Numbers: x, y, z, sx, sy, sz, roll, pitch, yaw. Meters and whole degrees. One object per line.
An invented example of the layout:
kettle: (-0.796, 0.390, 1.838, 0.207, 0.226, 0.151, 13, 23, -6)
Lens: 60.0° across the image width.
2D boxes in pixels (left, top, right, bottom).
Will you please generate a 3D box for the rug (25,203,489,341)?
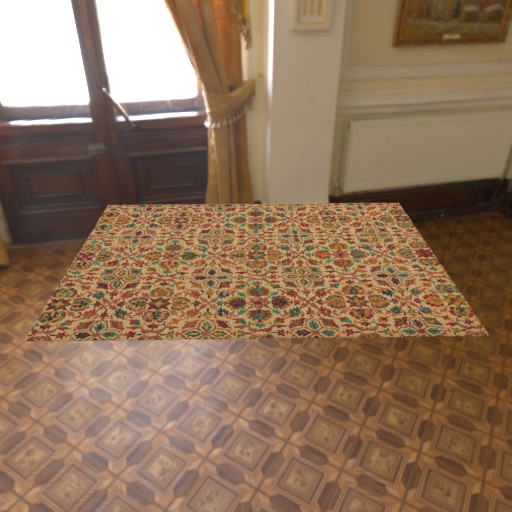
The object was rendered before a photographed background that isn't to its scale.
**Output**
rug: (0.000, 0.000, 2.841, 2.297, 0.018, 1.541, -1, 32, -1)
